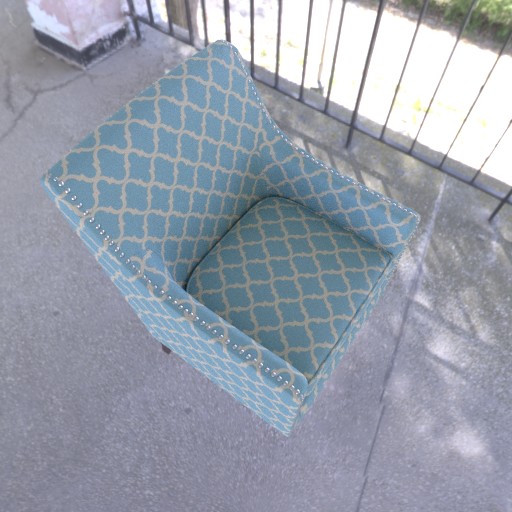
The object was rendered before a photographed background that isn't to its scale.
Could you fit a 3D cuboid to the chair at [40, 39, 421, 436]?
[{"bbox_3d":[0.000,0.000,1.272,0.686,0.817,0.617,32,64,18],"label":"chair"}]
